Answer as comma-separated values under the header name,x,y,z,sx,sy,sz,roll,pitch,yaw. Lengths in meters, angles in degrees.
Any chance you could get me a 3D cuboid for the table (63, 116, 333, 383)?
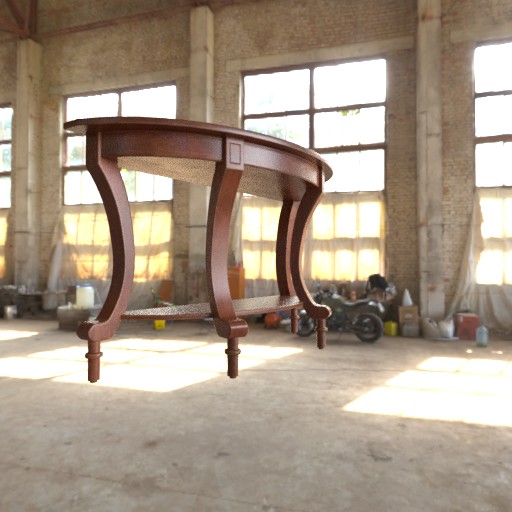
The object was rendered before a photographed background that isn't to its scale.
name,x,y,z,sx,sy,sz,roll,pitch,yaw
table,0.000,0.000,1.540,0.394,0.699,1.198,-1,-1,36
